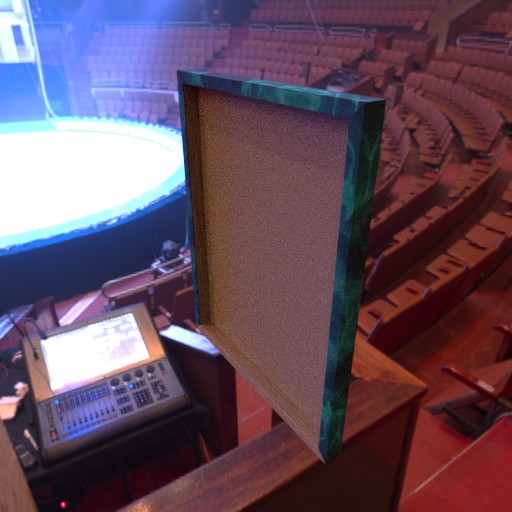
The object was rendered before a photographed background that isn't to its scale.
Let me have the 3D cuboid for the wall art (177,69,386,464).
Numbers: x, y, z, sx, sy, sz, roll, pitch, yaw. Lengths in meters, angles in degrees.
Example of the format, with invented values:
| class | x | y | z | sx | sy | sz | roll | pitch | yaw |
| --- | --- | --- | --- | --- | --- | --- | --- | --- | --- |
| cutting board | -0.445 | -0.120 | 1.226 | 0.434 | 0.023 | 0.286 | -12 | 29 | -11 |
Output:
| class | x | y | z | sx | sy | sz | roll | pitch | yaw |
| --- | --- | --- | --- | --- | --- | --- | --- | --- | --- |
| wall art | 0.000 | 0.000 | 0.861 | 0.038 | 0.635 | 0.508 | -18 | 32 | -30 |
